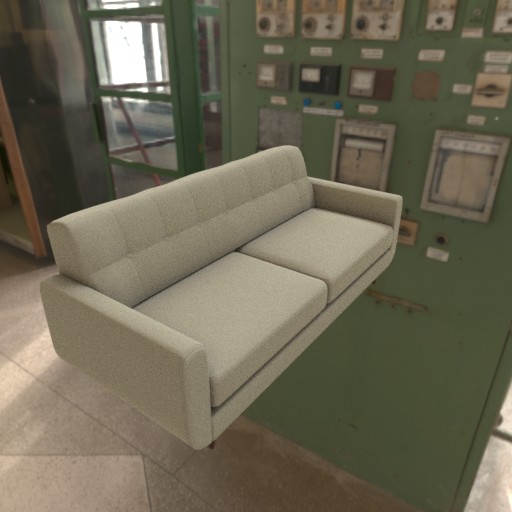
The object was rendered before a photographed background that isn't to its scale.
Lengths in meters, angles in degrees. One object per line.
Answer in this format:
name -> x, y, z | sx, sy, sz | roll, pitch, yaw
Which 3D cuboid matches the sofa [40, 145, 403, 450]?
sofa -> 0.000, 0.000, 2.595 | 0.980, 0.892, 2.137 | 18, 32, 32
